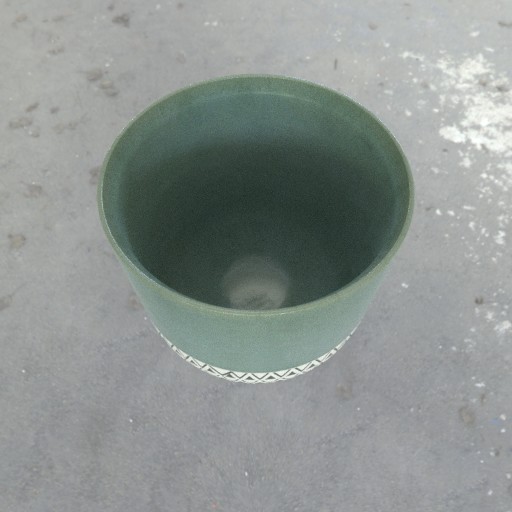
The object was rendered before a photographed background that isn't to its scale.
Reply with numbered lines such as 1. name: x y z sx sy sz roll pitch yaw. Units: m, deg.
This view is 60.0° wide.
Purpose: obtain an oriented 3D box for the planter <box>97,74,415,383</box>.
1. planter: 0.000 0.000 0.489 0.266 0.270 0.266 0 58 0
